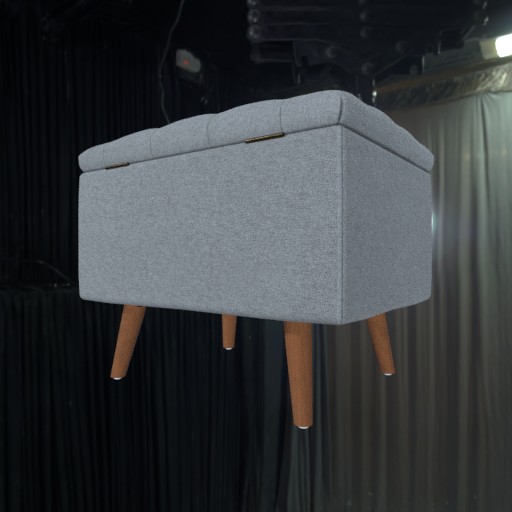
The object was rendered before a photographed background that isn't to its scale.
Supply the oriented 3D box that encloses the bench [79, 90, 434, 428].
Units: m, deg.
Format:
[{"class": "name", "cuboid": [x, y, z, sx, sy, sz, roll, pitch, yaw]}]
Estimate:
[{"class": "bench", "cuboid": [0.000, 0.000, 0.865, 0.572, 0.469, 0.417, 0, 0, 36]}]
